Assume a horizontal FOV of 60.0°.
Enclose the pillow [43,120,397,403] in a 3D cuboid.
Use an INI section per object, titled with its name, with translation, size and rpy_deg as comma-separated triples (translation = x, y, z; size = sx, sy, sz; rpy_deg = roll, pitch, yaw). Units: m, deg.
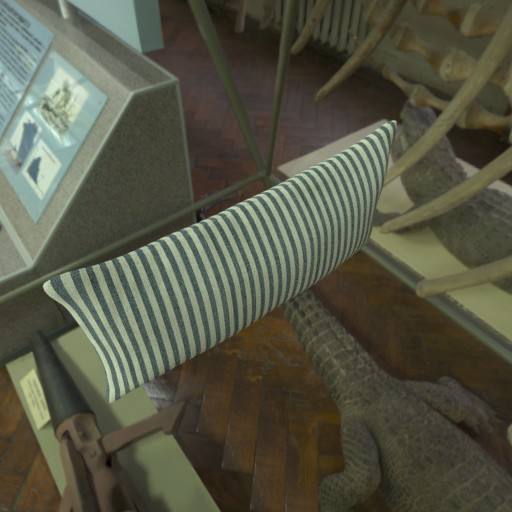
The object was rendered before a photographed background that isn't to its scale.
[pillow]
translation = 0.000, 0.000, 0.741
size = 0.617, 0.295, 0.151
rpy_deg = -29, 52, -25
